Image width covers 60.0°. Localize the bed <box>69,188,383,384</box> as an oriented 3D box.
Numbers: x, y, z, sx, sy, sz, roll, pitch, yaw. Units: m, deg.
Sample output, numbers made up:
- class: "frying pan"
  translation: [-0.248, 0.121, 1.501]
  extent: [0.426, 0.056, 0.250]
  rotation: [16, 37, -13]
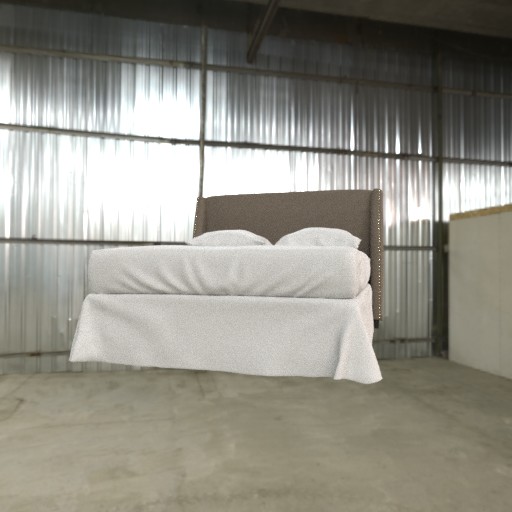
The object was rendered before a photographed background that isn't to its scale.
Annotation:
- class: "bed"
  translation: [0.000, 0.000, 3.494]
  extent: [1.925, 1.332, 2.276]
  rotation: [0, -1, 16]
